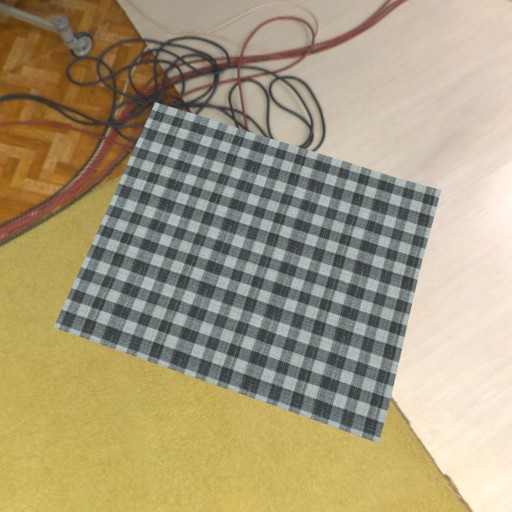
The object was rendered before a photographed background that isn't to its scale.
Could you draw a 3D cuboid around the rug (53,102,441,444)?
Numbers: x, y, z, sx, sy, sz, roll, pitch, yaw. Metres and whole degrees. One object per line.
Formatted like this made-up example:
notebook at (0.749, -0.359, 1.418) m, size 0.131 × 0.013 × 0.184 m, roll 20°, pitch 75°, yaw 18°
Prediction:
rug at (0.000, 0.000, 4.149) m, size 3.021 × 0.013 × 2.432 m, roll 18°, pitch 76°, yaw 5°
